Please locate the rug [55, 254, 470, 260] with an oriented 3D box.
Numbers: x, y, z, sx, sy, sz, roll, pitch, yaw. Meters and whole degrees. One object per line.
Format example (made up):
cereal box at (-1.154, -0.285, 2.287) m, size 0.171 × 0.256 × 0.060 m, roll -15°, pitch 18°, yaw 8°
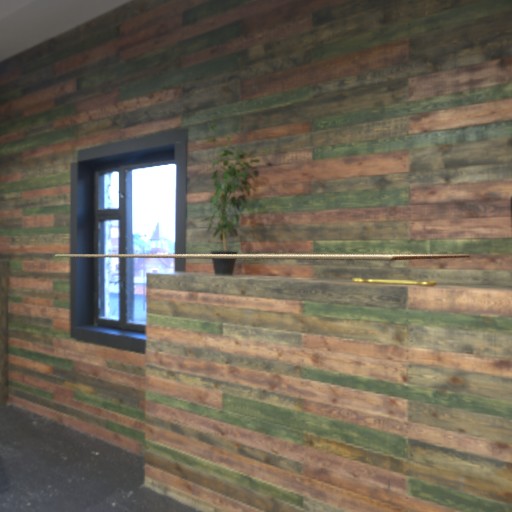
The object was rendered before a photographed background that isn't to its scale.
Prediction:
rug at (0.000, 0.000, 2.097) m, size 1.667 × 0.013 × 1.062 m, roll 0°, pitch 0°, yaw 36°
